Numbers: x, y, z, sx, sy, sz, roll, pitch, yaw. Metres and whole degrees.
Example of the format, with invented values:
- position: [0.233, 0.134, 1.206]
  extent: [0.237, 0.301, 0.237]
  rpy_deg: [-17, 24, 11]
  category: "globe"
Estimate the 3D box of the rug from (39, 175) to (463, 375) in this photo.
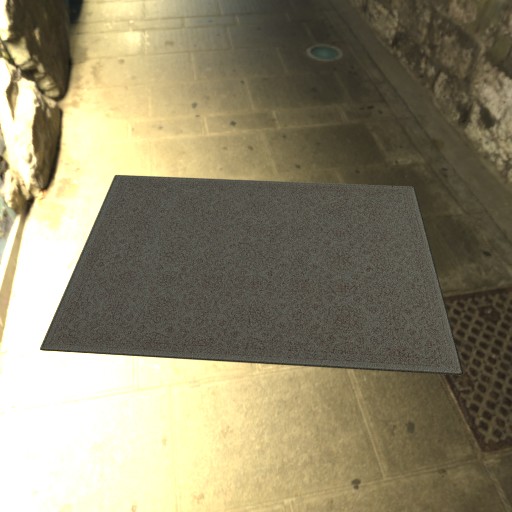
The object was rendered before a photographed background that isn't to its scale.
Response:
- position: [0.000, 0.000, 2.302]
  extent: [1.829, 0.010, 1.219]
  rpy_deg: [3, 49, 2]
  category: "rug"
